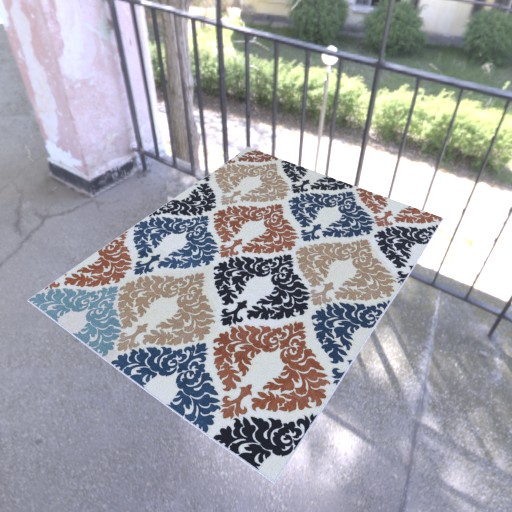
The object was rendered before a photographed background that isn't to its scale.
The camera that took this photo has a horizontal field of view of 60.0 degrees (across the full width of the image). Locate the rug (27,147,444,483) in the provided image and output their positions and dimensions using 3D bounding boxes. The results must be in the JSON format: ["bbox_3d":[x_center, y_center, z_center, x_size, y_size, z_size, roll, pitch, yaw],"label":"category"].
[{"bbox_3d":[0.000,0.000,3.980,2.423,0.014,3.040,26,49,25],"label":"rug"}]
